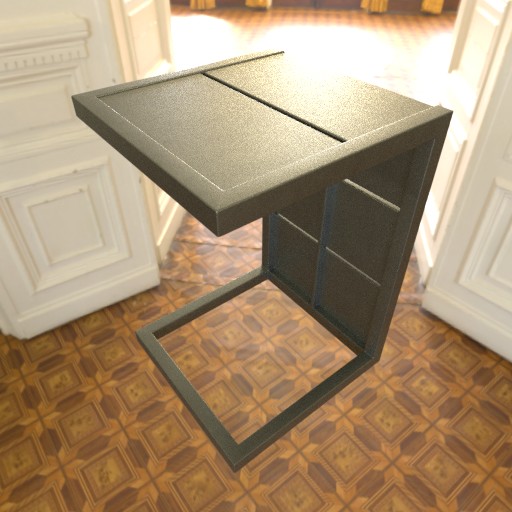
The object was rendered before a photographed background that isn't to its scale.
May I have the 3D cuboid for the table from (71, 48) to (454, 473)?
[{"bbox_3d":[0.000,0.000,0.868,0.420,0.609,0.405,-27,47,-28],"label":"table"}]
